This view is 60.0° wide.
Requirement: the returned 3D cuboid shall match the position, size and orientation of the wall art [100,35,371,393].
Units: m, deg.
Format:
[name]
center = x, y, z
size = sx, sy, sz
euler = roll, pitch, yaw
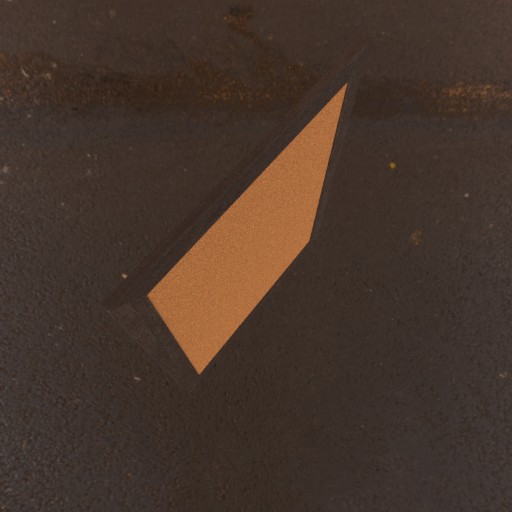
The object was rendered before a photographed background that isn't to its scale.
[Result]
[wall art]
center = 0.000, 0.000, 0.764
size = 0.013, 0.570, 0.476
euler = 35, 70, 15
